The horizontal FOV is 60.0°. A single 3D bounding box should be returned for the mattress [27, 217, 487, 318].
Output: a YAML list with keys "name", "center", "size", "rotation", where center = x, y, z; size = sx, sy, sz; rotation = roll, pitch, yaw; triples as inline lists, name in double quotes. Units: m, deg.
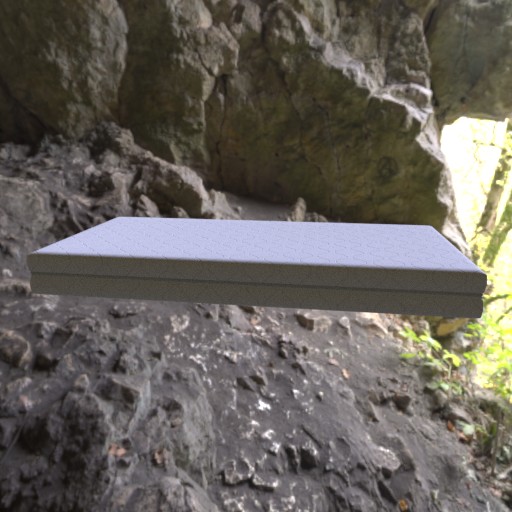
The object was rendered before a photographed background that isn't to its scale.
- name: "mattress"
  center: [0.000, 0.000, 2.246]
  size: [1.900, 0.200, 0.900]
  rotation: [2, 16, 8]
